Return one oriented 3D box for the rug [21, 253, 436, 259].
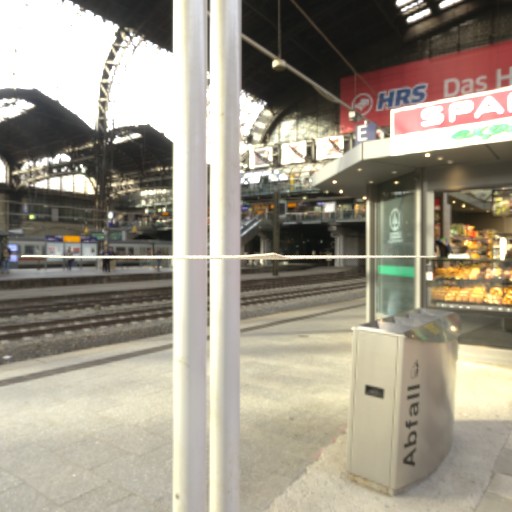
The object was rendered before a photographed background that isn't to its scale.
[{"bbox_3d":[0.000,0.000,3.830,2.277,0.035,2.897,0,0,36],"label":"rug"}]
